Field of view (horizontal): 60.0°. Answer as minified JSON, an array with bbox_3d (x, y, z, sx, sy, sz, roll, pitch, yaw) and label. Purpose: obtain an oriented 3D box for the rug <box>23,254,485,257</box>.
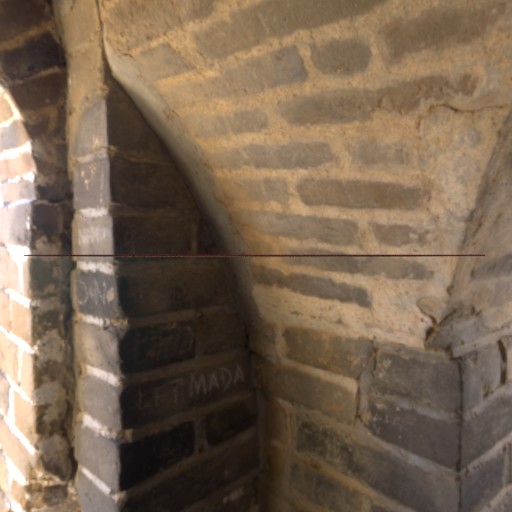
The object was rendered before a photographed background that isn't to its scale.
[{"bbox_3d":[0.000,0.000,3.954,2.929,0.012,2.300,0,0,2],"label":"rug"}]
